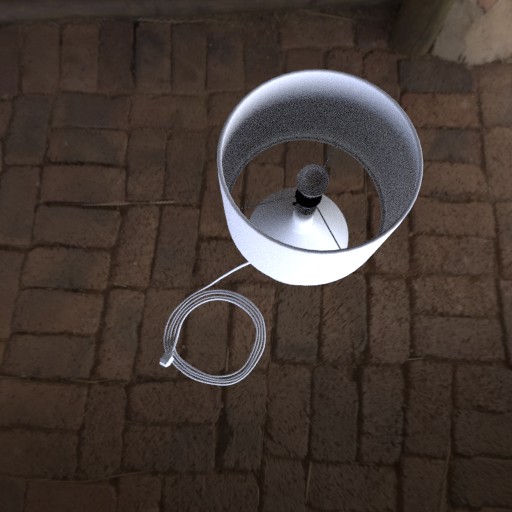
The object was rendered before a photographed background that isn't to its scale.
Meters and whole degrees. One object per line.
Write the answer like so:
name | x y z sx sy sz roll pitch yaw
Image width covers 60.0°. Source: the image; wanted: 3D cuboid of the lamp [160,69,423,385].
lamp | 0.000 0.000 0.850 0.546 0.457 0.401 -21 75 -6
